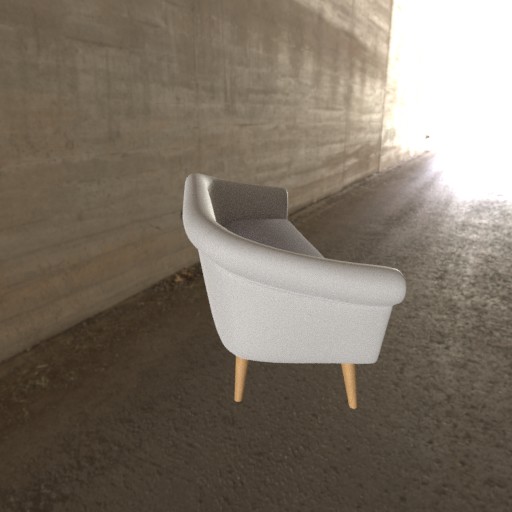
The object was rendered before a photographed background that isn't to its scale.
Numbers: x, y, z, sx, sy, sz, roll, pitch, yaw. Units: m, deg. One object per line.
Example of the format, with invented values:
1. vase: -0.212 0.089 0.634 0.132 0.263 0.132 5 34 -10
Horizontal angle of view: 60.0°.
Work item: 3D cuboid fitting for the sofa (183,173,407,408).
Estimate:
1. sofa: 0.000 0.000 2.566 0.827 0.795 2.160 -2 17 -8
